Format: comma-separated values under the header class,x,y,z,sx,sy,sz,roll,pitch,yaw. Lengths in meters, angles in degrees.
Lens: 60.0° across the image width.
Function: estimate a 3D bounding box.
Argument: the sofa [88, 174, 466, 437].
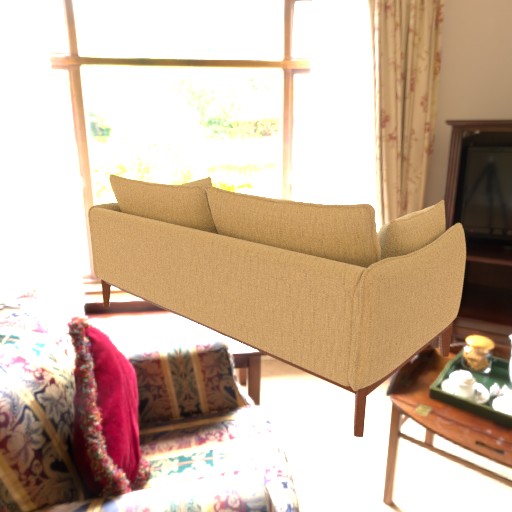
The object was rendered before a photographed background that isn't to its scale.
class,x,y,z,sx,sy,sz,roll,pitch,yaw
sofa,0.000,0.000,2.471,1.989,0.860,0.991,14,21,41
